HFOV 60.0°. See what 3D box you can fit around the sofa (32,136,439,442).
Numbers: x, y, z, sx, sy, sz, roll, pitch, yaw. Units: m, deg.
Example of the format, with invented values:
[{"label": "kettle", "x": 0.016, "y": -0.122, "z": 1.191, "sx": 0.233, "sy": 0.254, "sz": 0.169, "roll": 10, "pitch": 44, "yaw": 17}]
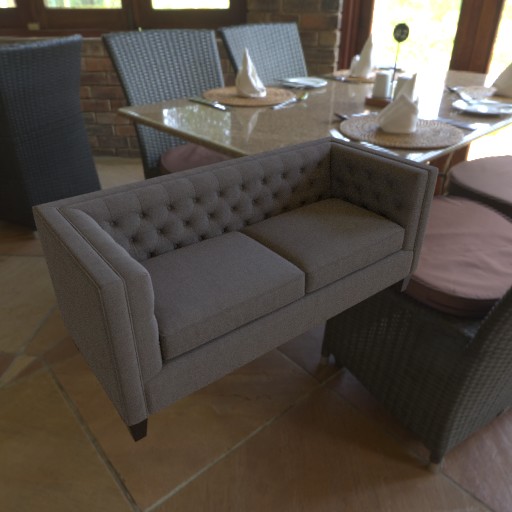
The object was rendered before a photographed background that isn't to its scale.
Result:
[{"label": "sofa", "x": 0.000, "y": 0.000, "z": 2.236, "sx": 1.778, "sy": 0.762, "sz": 0.775, "roll": -21, "pitch": 36, "yaw": -32}]
